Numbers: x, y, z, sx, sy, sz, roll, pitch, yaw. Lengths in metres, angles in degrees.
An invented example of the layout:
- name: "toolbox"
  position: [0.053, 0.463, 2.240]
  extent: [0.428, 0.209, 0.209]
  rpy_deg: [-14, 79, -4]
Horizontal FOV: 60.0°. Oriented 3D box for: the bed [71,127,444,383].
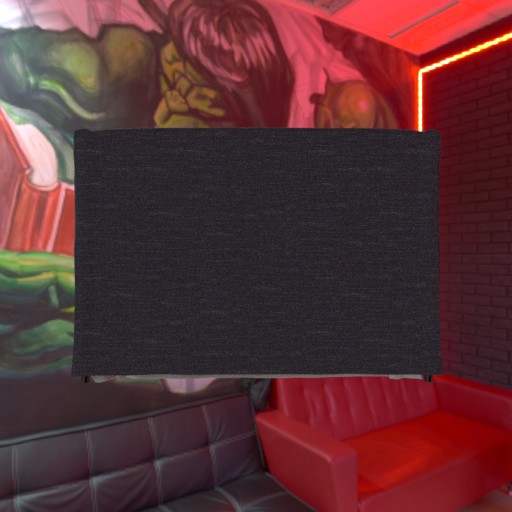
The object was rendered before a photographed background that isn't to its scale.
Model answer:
- name: "bed"
  position: [0.000, 0.000, 3.400]
  extent: [1.925, 1.332, 2.276]
  rpy_deg: [0, 0, 0]
